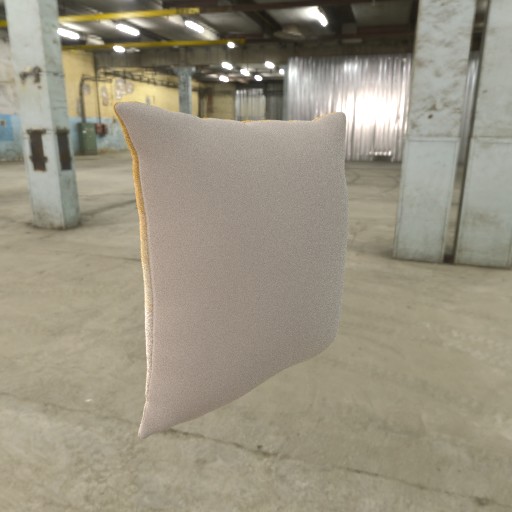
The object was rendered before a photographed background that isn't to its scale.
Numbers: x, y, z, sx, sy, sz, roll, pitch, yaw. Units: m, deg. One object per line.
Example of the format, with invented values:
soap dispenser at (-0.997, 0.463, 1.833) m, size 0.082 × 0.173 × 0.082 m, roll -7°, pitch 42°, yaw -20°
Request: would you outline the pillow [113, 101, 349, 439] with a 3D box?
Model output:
pillow at (0.000, 0.000, 0.705) m, size 0.450 × 0.450 × 0.211 m, roll -15°, pitch 21°, yaw -43°
